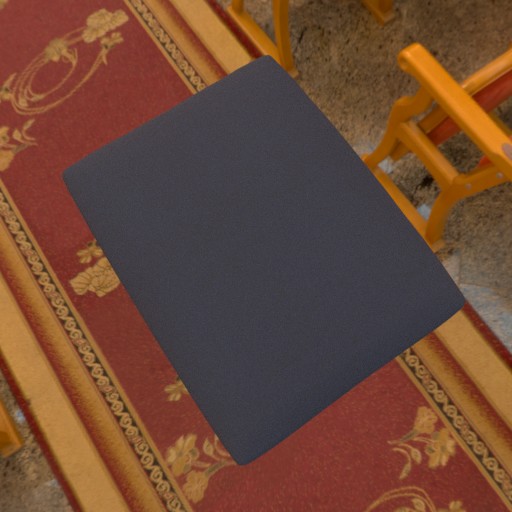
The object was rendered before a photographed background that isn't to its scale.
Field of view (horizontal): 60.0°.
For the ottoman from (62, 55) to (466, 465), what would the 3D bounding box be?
[{"bbox_3d":[0.000,0.000,1.117,0.584,0.513,0.741,-33,78,-8],"label":"ottoman"}]
